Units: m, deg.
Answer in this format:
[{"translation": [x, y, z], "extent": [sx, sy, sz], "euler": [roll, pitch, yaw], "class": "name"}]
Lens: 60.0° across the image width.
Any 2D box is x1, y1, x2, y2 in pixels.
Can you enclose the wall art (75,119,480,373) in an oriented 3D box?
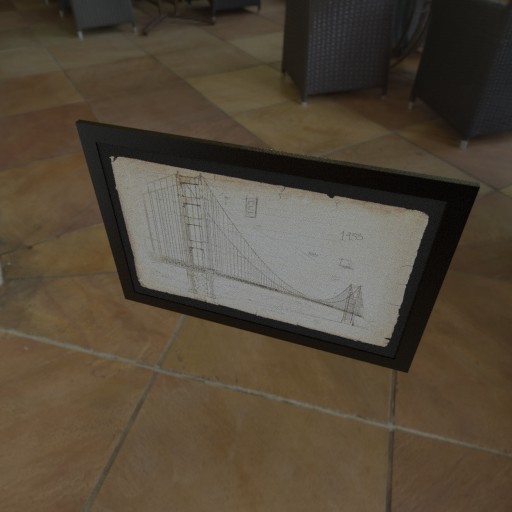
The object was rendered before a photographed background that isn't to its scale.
[{"translation": [0.000, 0.000, 0.845], "extent": [0.660, 0.447, 0.013], "euler": [12, 43, 14], "class": "wall art"}]
